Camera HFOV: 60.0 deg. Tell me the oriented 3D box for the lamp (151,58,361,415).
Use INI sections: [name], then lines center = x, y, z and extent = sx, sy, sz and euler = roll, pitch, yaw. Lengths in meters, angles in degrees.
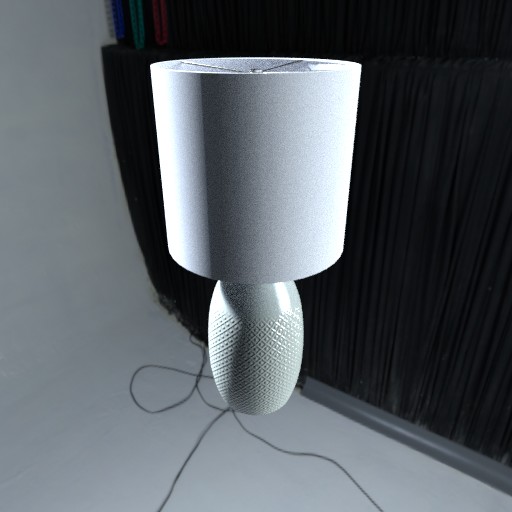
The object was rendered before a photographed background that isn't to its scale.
[lamp]
center = 0.000, 0.000, 0.568
extent = 0.217, 0.453, 0.217
euler = 18, 32, 31
